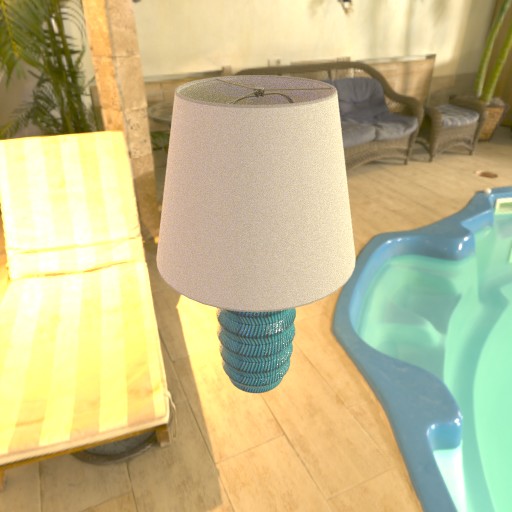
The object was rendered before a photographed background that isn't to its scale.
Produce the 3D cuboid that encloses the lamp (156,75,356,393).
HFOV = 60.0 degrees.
[{"bbox_3d":[0.000,0.000,0.809,0.355,0.582,0.355,0,31,0],"label":"lamp"}]
